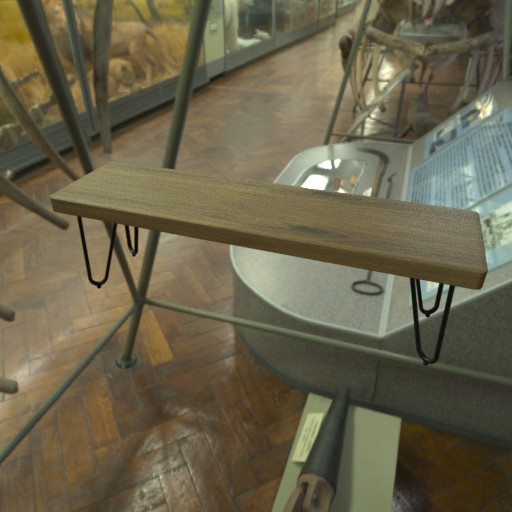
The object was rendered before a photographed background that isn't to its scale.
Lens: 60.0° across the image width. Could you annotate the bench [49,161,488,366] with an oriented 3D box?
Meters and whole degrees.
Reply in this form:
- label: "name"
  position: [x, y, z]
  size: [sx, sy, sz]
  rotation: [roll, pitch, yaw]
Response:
- label: "bench"
  position: [0.000, 0.000, 1.785]
  size: [1.570, 0.462, 0.425]
  rotation: [11, 34, 16]
